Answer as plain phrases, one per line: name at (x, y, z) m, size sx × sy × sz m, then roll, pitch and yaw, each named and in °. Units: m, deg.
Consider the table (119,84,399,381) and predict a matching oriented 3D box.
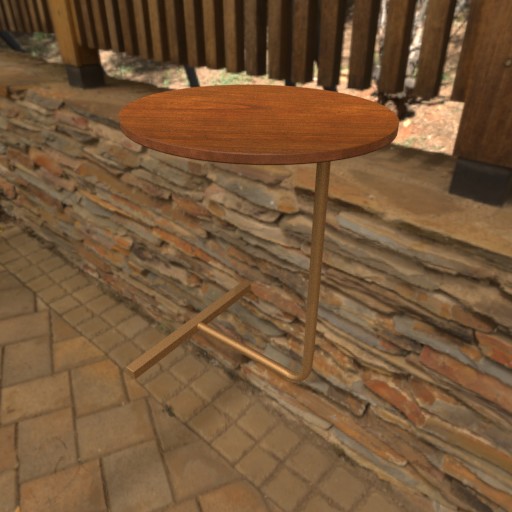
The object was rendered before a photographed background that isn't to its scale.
table at (0.000, 0.000, 1.100) m, size 0.577 × 0.706 × 0.530 m, roll 22°, pitch 38°, yaw 31°
